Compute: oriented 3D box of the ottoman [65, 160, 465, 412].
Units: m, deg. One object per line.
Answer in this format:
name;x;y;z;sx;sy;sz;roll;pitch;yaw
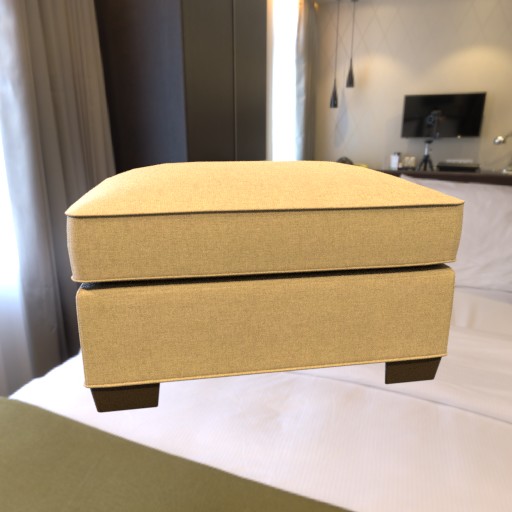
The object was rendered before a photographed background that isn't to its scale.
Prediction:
ottoman;0.000;0.000;1.231;0.843;0.504;0.619;-3;17;-9
